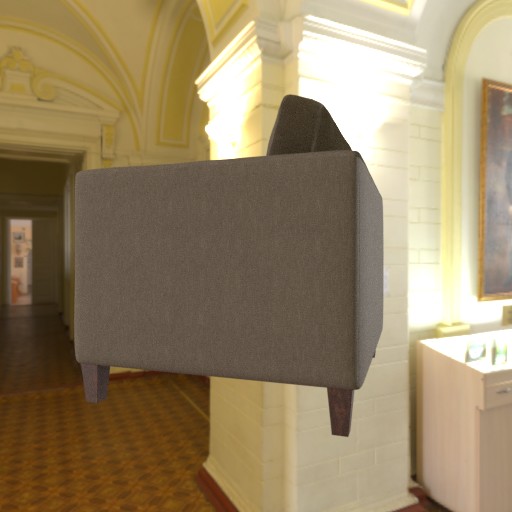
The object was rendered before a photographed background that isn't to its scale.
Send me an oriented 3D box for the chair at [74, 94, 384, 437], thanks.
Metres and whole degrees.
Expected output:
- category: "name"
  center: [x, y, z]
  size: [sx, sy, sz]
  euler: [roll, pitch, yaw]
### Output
- category: "chair"
  center: [0.000, 0.000, 1.805]
  size: [0.959, 0.963, 1.107]
  euler: [0, 0, 19]
